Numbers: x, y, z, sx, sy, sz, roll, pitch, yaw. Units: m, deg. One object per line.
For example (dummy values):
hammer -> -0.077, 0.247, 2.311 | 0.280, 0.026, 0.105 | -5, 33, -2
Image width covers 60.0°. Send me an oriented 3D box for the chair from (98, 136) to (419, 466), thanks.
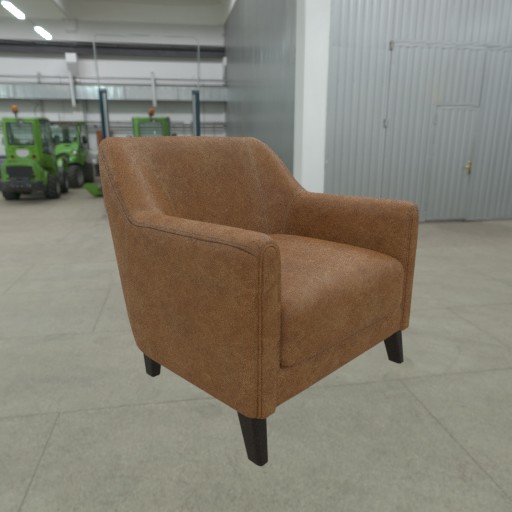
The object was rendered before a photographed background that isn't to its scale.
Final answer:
chair -> 0.000, 0.000, 1.873 | 1.034, 0.980, 1.037 | 14, 21, 43
